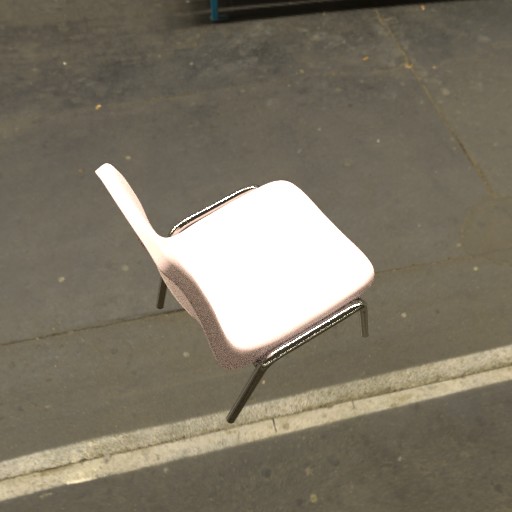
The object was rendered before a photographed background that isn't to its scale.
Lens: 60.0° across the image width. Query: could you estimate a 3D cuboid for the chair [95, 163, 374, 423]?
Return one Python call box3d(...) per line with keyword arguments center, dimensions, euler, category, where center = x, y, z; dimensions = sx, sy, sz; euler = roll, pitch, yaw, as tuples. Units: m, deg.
box3d(center=(0.000, 0.000, 0.800), dimensions=(0.385, 0.537, 0.354), euler=(-30, 61, -18), category="chair")
